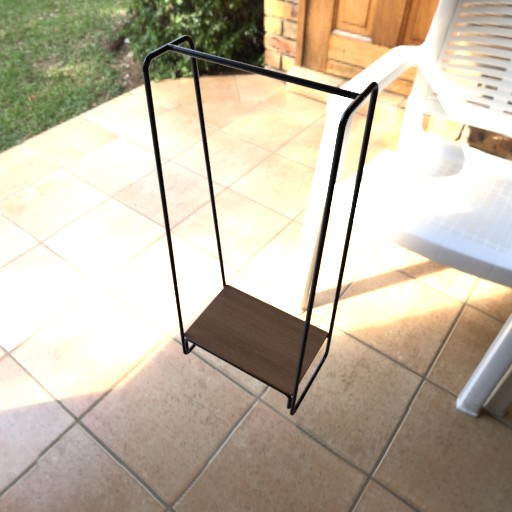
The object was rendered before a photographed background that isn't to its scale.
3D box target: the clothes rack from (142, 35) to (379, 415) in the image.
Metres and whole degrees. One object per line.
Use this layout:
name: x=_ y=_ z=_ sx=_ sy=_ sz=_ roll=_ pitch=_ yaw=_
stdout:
clothes rack: x=0.000 y=0.000 z=1.758 sx=0.640 sy=1.500 sz=0.400 roll=24 pitch=51 yaw=21
